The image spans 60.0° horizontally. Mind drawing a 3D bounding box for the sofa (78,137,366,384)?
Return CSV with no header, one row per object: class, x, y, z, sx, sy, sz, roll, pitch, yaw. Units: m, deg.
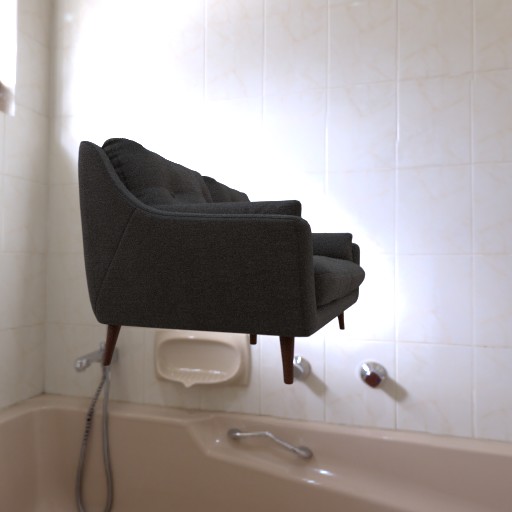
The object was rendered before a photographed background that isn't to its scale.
sofa,0.000,0.000,2.223,0.976,0.887,1.646,0,-1,19
